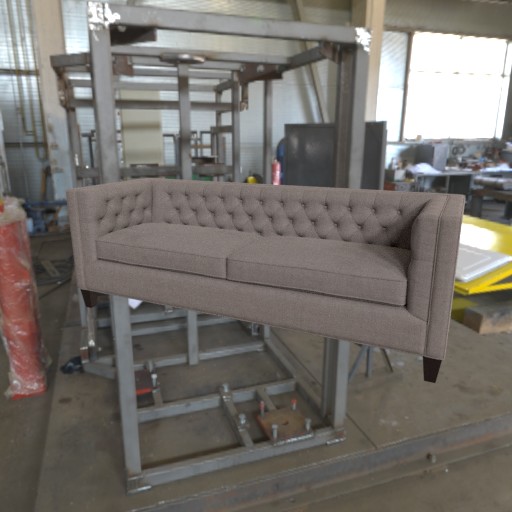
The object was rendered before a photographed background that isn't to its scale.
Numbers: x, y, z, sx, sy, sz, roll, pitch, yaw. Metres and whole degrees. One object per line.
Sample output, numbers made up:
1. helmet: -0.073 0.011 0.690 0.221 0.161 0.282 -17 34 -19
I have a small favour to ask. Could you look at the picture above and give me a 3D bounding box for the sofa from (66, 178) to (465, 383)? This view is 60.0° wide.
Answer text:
1. sofa: 0.000 0.000 2.621 2.159 0.762 0.775 7 17 24
